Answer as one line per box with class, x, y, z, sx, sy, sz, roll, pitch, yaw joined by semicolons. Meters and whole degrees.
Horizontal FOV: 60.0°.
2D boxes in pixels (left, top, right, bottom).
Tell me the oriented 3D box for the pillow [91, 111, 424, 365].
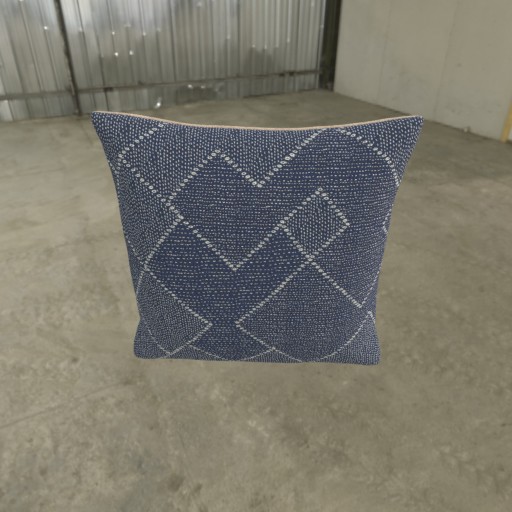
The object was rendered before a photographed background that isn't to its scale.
pillow;0.000;0.000;0.679;0.435;0.428;0.148;1;32;2
